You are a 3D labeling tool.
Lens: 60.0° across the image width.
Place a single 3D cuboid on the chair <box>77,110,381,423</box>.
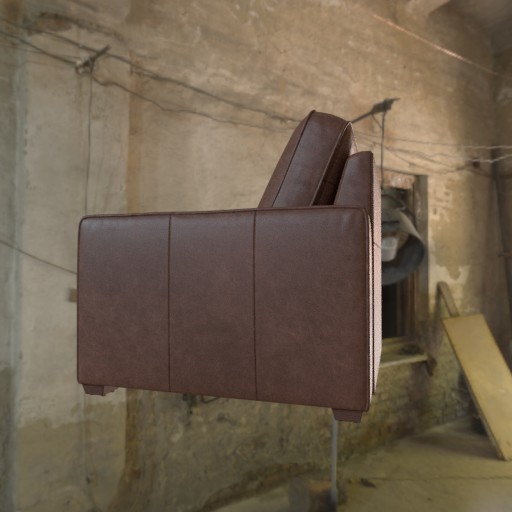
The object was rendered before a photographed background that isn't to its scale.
[{"bbox_3d":[0.000,0.000,1.766,0.940,0.919,1.017,0,-1,17],"label":"chair"}]
